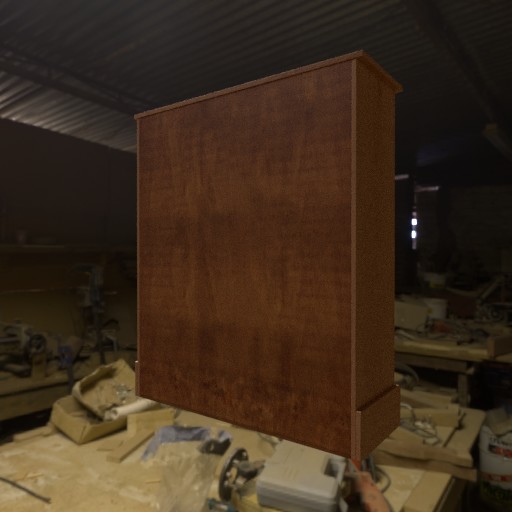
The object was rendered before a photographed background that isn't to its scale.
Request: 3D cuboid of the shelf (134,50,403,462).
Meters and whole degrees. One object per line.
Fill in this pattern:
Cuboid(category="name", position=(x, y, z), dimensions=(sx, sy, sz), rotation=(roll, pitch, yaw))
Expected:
Cuboid(category="shelf", position=(0.000, 0.000, 1.417), dimensions=(0.840, 0.980, 0.291), rotation=(0, 0, 36))
